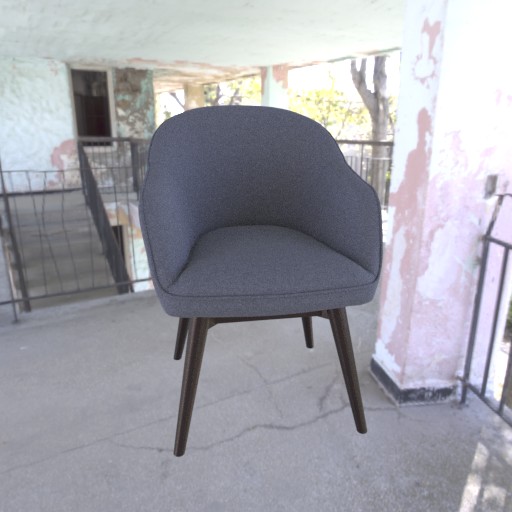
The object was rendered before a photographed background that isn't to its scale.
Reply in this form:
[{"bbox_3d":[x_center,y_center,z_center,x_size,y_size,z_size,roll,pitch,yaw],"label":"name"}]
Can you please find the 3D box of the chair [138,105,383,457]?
[{"bbox_3d":[0.000,0.000,1.217,0.589,0.810,0.611,-3,17,-10],"label":"chair"}]
